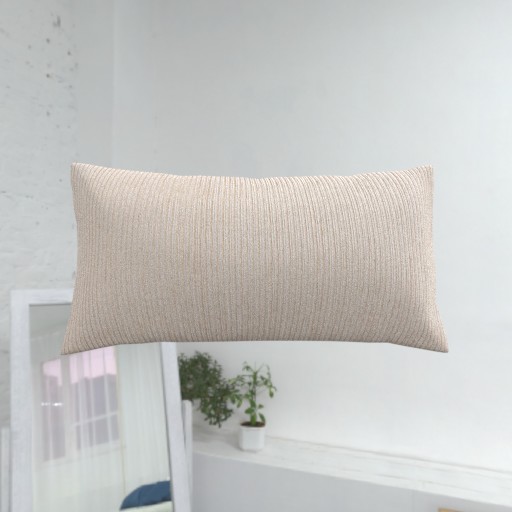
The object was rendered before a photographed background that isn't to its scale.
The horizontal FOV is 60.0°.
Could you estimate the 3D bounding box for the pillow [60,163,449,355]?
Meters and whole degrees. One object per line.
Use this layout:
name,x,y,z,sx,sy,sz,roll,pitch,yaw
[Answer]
pillow,0.000,0.000,0.714,0.608,0.307,0.155,0,-1,-2
